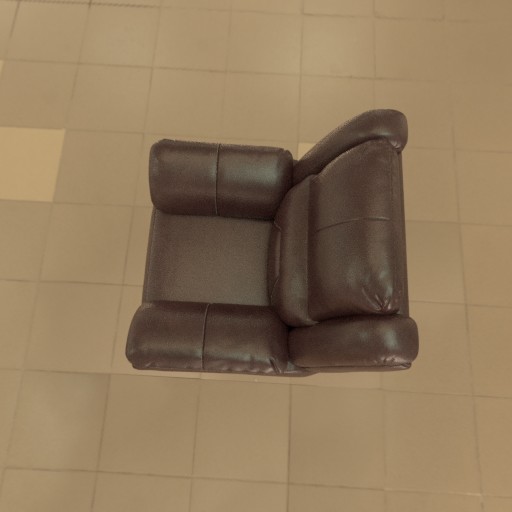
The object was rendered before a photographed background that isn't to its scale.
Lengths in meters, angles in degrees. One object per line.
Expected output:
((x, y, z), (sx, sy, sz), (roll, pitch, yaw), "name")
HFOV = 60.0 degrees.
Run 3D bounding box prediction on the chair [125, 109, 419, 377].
((0.000, 0.000, 1.900), (1.041, 1.093, 0.990), (3, 74, 1), "chair")
